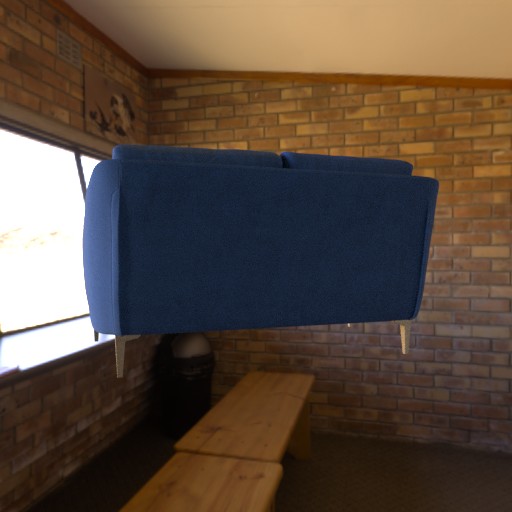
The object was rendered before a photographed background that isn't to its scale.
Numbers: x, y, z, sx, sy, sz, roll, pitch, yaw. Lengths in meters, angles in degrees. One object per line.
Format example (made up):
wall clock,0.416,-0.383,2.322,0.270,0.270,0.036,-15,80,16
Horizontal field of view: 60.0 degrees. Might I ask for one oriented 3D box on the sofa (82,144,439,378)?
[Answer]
sofa,0.000,0.000,2.148,1.619,0.902,0.960,0,1,-17
